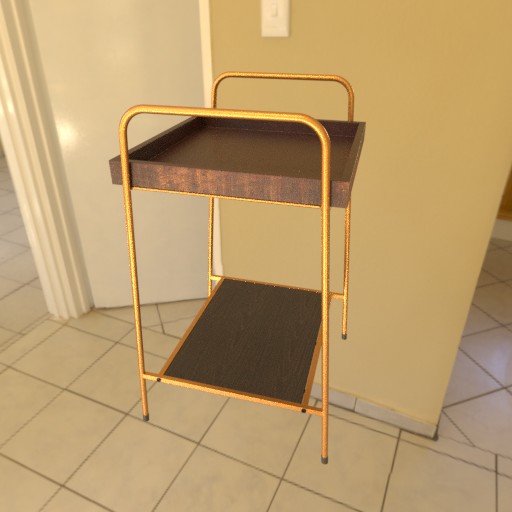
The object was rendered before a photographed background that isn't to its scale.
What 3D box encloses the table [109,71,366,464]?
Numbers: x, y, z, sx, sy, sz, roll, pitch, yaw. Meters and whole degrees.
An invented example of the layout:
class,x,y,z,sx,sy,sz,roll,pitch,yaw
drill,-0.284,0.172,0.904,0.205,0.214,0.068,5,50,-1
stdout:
class,x,y,z,sx,sy,sz,roll,pitch,yaw
table,0.000,0.000,0.986,0.430,0.710,0.430,8,30,13
